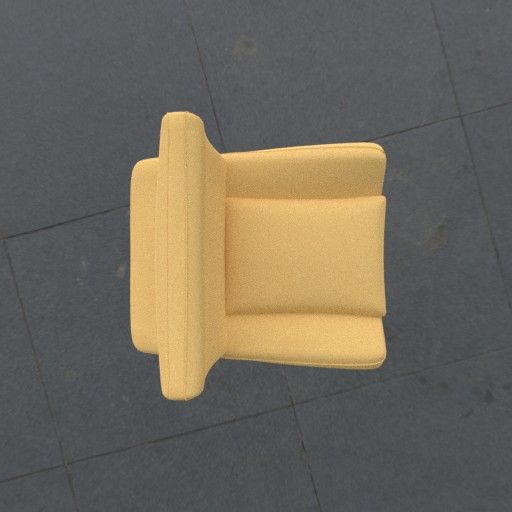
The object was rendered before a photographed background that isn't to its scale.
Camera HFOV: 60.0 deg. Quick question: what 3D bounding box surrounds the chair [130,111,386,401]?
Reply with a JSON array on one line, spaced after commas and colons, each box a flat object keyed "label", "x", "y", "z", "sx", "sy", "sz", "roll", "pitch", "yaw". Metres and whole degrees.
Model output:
[{"label": "chair", "x": 0.000, "y": 0.000, "z": 1.688, "sx": 1.008, "sy": 0.855, "sz": 0.859, "roll": 0, "pitch": 90, "yaw": 0}]
